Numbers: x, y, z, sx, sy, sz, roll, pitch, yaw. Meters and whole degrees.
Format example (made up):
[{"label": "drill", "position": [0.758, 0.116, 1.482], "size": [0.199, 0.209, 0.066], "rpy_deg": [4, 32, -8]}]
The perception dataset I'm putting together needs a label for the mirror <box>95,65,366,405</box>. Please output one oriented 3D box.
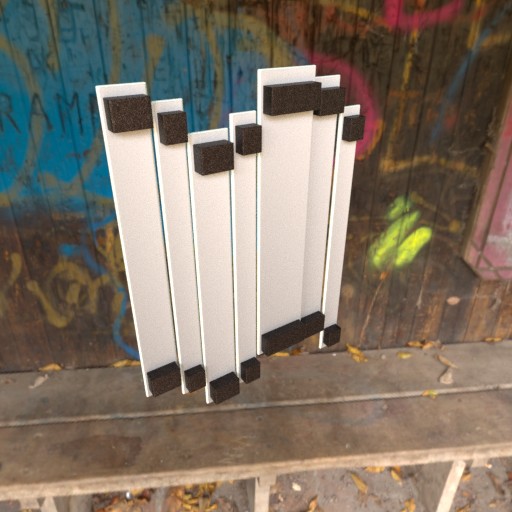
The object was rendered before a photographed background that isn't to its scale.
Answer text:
[{"label": "mirror", "position": [0.000, 0.000, 0.783], "size": [0.445, 0.611, 0.058], "rpy_deg": [-18, 34, -29]}]
